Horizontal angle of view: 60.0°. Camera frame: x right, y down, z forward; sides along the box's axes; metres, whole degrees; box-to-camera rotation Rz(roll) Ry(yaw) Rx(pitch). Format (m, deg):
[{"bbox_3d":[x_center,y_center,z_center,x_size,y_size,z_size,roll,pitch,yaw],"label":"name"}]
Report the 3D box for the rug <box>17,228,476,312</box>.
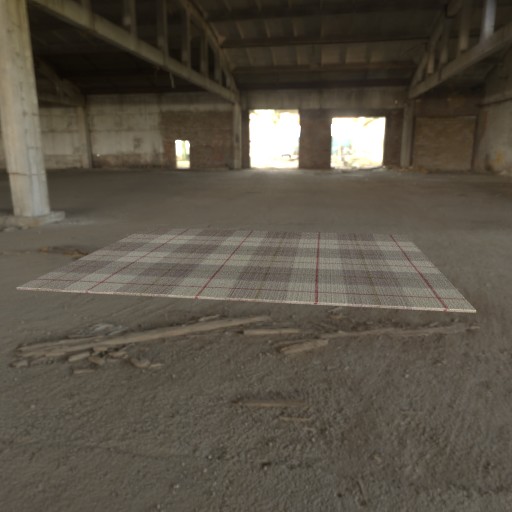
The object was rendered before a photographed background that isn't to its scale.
[{"bbox_3d":[0.000,0.000,3.926,2.959,0.016,2.317,2,14,8],"label":"rug"}]
